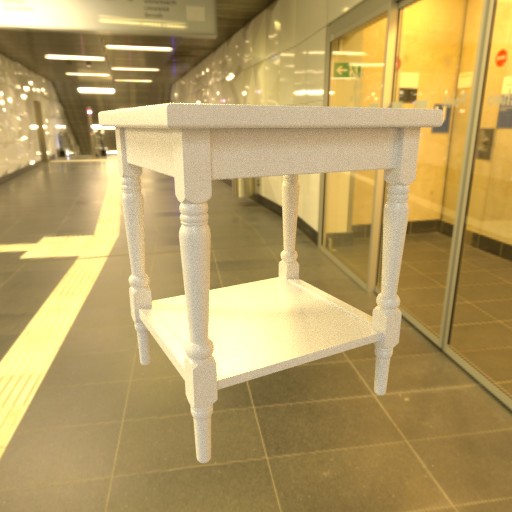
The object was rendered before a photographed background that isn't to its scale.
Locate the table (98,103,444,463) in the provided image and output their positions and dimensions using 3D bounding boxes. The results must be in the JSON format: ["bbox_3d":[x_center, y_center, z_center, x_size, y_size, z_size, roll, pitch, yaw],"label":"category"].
[{"bbox_3d":[0.000,0.000,0.905,0.488,0.565,0.442,-9,19,-28],"label":"table"}]
